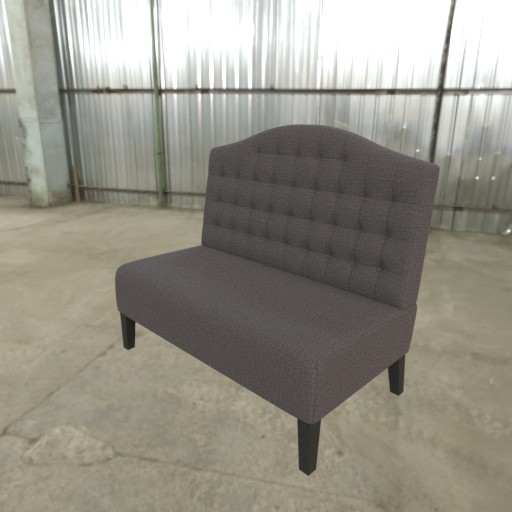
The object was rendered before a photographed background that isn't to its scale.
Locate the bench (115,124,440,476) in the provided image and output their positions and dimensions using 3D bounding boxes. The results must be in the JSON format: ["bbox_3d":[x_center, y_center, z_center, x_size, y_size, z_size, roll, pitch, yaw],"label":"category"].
[{"bbox_3d":[0.000,0.000,2.094,1.335,1.180,0.815,17,25,42],"label":"bench"}]
